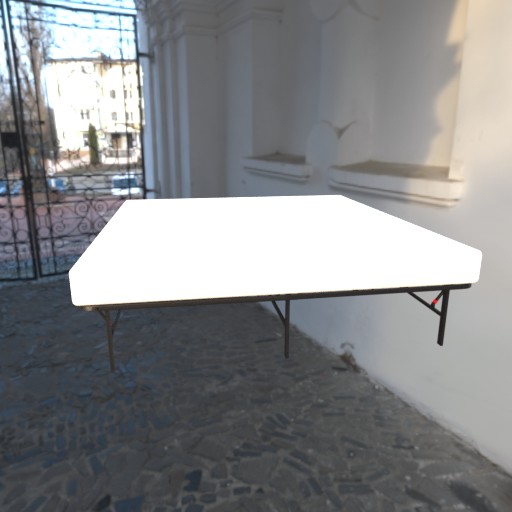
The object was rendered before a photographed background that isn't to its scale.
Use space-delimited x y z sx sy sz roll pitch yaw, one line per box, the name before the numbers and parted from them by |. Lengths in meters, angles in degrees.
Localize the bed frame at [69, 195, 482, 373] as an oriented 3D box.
bed frame | 0.000 0.000 3.043 1.935 0.525 2.033 -3 16 -9
